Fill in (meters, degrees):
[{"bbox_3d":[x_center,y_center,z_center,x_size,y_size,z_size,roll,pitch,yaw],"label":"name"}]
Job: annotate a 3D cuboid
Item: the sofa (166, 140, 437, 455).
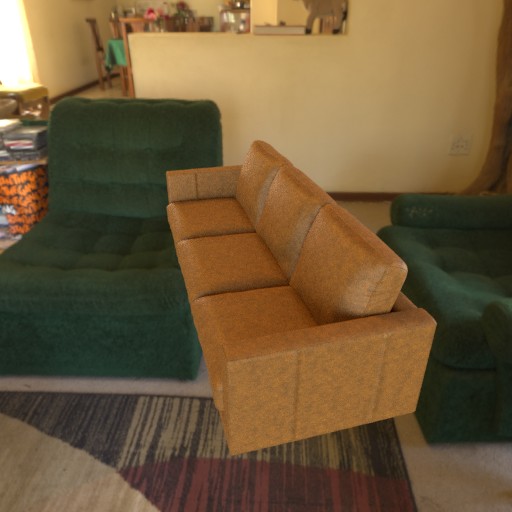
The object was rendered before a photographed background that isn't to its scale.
[{"bbox_3d":[0.000,0.000,2.726,0.903,0.930,2.231,-8,30,-14],"label":"sofa"}]
